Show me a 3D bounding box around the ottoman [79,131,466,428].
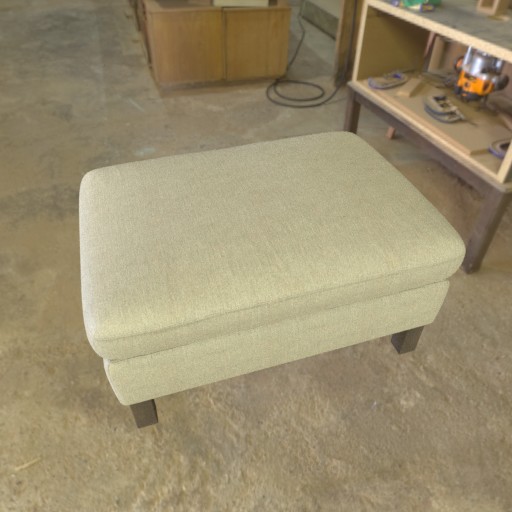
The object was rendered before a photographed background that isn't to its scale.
[{"bbox_3d":[0.000,0.000,1.042,0.735,0.404,0.528,-12,43,-13],"label":"ottoman"}]
